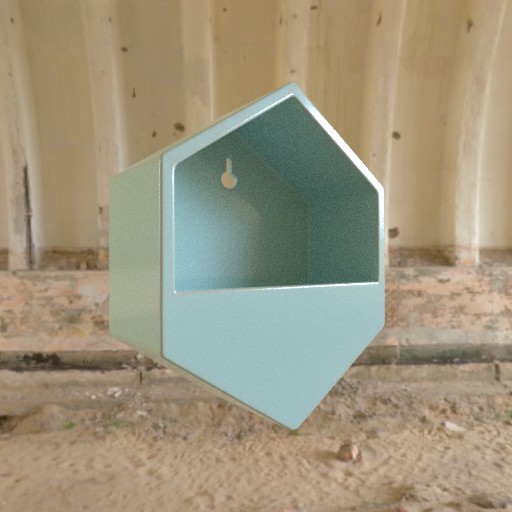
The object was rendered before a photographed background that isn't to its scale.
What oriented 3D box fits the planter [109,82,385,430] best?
[{"bbox_3d":[0.000,0.000,0.293,0.169,0.207,0.078,0,0,-36],"label":"planter"}]
